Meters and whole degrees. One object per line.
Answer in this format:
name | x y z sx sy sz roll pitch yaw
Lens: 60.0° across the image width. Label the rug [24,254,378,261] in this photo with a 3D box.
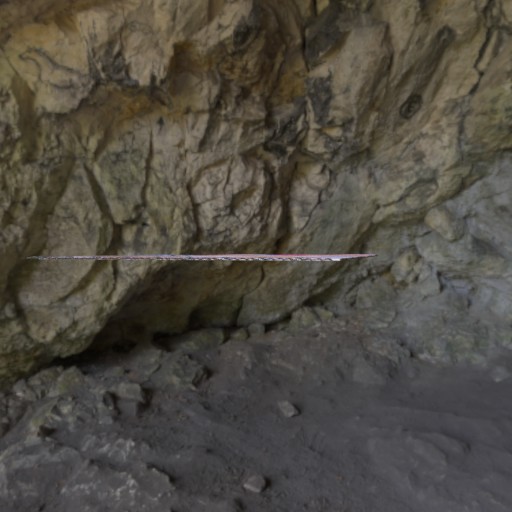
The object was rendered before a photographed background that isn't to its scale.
rug | 0.000 0.000 2.218 1.084 0.013 1.849 0 0 19
